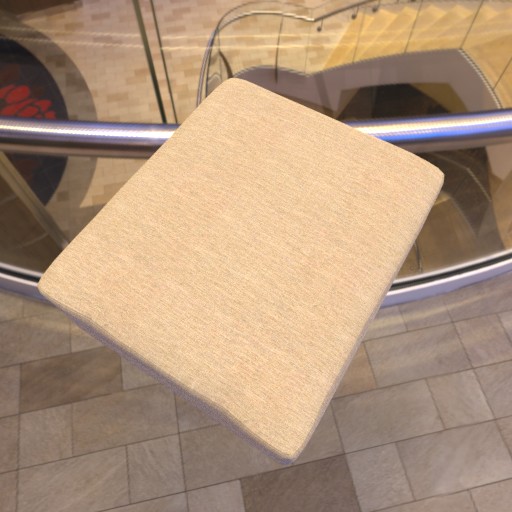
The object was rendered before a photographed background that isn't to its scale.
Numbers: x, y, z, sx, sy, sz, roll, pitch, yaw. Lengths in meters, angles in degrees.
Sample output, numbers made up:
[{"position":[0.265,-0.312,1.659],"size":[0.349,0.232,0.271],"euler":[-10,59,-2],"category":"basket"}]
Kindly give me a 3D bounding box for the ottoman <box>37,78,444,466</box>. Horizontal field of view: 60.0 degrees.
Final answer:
[{"position":[0.000,0.000,1.445],"size":[0.836,0.492,0.976],"euler":[29,66,14],"category":"ottoman"}]
